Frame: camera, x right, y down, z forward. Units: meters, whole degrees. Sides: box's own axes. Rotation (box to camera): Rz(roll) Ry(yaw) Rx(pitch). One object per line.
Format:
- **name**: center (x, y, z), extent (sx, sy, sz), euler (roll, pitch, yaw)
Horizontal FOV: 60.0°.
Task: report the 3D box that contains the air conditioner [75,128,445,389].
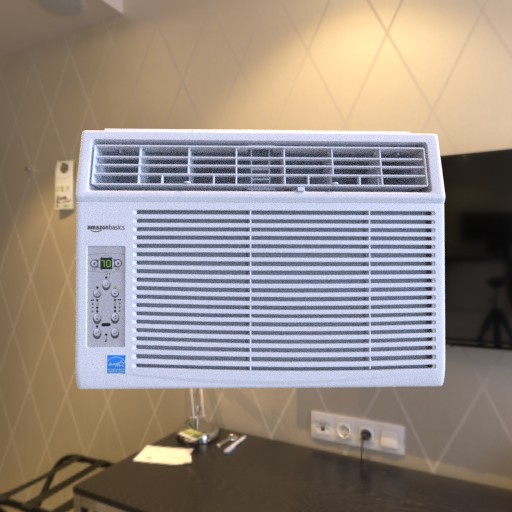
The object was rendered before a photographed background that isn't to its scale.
- **air conditioner**: center (0.000, 0.000, 0.843), extent (0.503, 0.388, 0.546), euler (0, -1, -2)
